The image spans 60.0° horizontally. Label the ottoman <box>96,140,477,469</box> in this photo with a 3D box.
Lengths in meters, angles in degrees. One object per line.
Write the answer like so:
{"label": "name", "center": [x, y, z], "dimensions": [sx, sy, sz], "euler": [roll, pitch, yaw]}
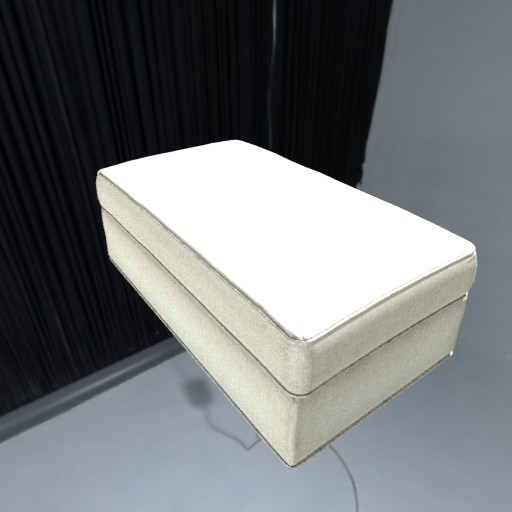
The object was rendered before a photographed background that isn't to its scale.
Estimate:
{"label": "ottoman", "center": [0.000, 0.000, 1.402], "dimensions": [0.617, 0.448, 1.097], "euler": [-21, 38, -30]}
